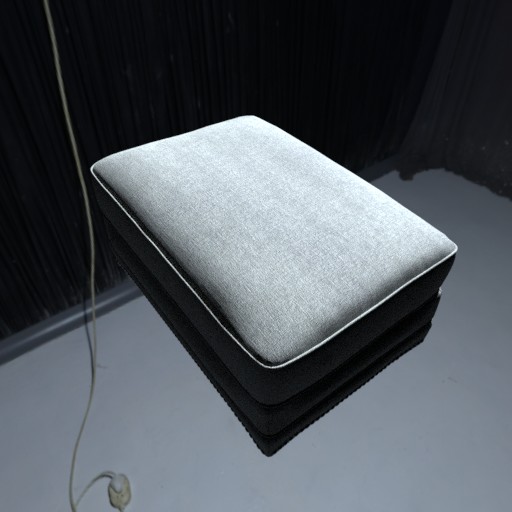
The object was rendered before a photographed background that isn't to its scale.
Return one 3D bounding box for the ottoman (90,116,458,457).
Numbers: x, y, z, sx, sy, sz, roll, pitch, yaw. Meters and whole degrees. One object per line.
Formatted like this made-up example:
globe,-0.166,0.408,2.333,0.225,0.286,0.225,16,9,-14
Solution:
ottoman,0.000,0.000,1.173,0.561,0.457,0.813,-26,48,-27
